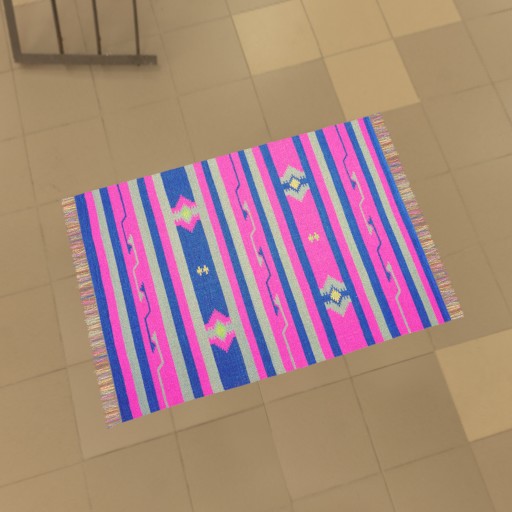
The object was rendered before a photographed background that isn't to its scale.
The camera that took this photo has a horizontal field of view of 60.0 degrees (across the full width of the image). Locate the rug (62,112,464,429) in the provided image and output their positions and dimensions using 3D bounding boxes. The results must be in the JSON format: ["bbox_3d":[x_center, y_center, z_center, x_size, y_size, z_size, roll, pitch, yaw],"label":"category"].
[{"bbox_3d":[0.000,0.000,2.922,2.350,0.013,1.539,-16,76,-4],"label":"rug"}]
